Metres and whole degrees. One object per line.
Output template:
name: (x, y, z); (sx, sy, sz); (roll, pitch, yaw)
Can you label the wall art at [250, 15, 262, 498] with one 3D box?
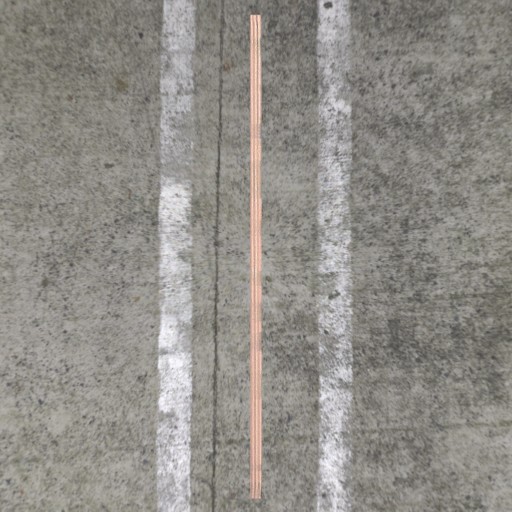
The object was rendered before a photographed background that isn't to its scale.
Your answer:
wall art: (0.000, 0.000, 0.669); (0.012, 0.408, 0.508); (0, 91, 0)
